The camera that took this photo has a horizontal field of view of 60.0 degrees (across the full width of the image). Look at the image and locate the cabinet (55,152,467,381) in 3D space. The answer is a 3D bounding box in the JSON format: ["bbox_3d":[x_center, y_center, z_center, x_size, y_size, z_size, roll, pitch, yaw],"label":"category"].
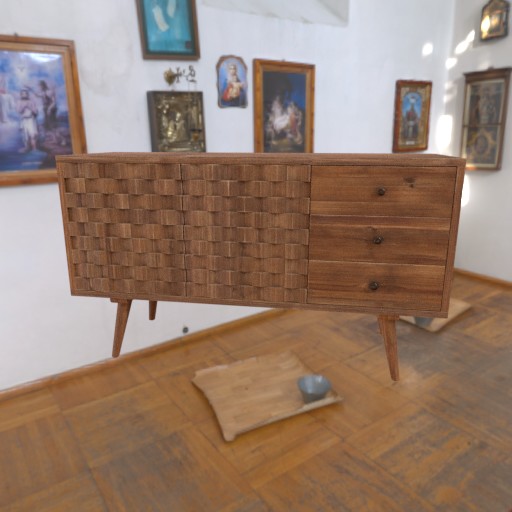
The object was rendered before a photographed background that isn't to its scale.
[{"bbox_3d":[0.000,0.000,1.795,1.400,0.800,0.472,2,15,9],"label":"cabinet"}]
